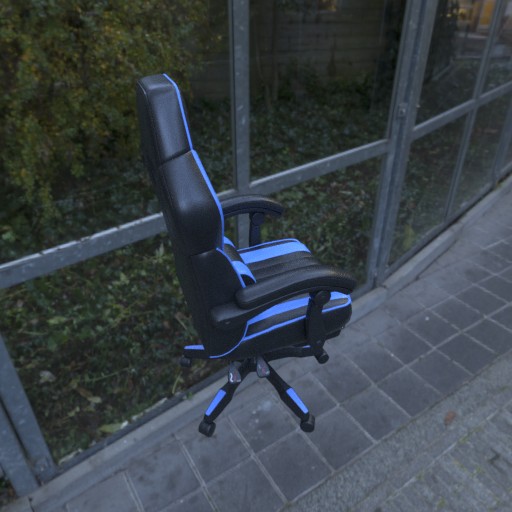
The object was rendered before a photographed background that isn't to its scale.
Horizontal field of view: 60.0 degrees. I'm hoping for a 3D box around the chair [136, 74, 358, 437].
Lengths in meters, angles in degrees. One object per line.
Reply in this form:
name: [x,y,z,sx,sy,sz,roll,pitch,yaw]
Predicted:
chair: [0.000,0.000,1.649,0.700,1.280,0.700,-11,33,-17]
